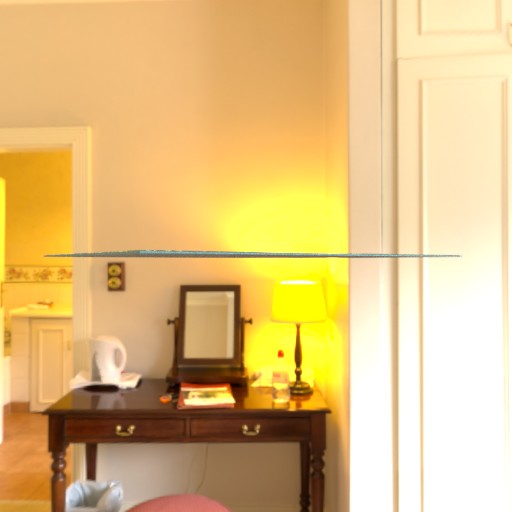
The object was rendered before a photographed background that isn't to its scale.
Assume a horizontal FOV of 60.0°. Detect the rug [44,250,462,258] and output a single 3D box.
[{"bbox_3d":[0.000,0.000,2.851,2.205,0.012,1.554,1,-1,-37],"label":"rug"}]
